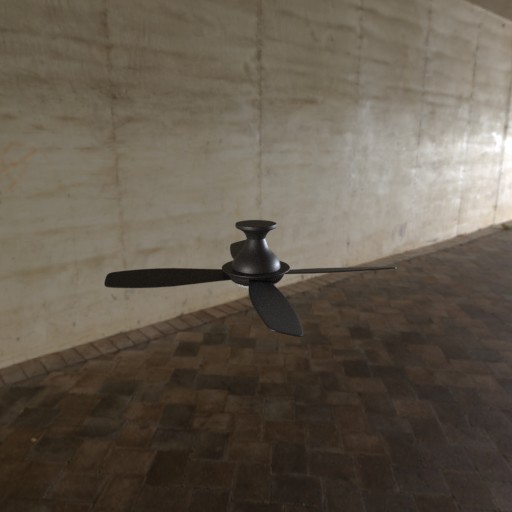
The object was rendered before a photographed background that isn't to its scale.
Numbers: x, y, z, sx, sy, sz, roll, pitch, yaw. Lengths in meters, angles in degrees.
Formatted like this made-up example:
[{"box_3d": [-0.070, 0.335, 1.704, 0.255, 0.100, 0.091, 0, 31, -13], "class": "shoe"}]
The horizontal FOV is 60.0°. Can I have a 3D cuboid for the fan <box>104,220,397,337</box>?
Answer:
[{"box_3d": [0.000, 0.000, 2.557, 1.694, 0.382, 1.694, -2, 15, -8], "class": "fan"}]
